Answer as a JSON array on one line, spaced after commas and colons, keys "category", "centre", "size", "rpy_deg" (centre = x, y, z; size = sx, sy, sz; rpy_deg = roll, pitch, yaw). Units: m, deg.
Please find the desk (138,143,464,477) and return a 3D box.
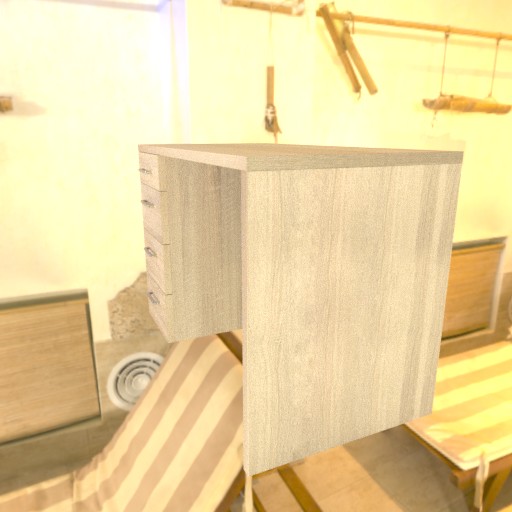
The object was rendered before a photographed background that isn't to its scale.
[{"category": "desk", "centre": [0.000, 0.000, 1.530], "size": [0.600, 0.731, 1.100], "rpy_deg": [-7, 17, -24]}]
